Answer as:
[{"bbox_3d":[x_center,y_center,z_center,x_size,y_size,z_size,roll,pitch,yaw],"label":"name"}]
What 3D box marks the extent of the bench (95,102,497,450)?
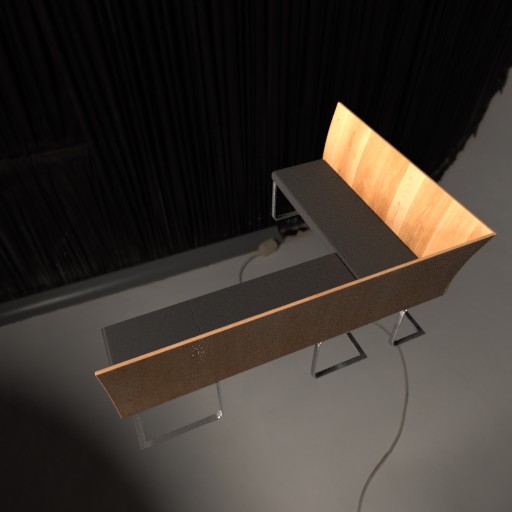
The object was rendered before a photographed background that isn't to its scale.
[{"bbox_3d":[0.000,0.000,2.725,1.945,0.930,1.495,-17,48,-16],"label":"bench"}]
